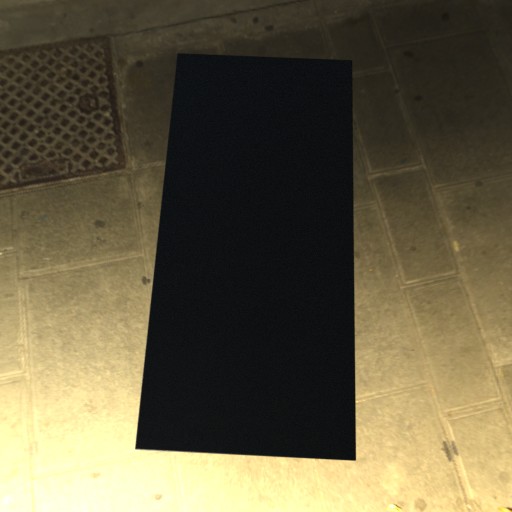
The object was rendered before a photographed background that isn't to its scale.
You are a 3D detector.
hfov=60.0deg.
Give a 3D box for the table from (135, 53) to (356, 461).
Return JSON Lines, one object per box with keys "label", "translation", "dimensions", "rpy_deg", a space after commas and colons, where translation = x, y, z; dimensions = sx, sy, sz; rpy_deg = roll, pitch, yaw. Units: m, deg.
{"label": "table", "translation": [0.000, 0.000, 1.312], "dimensions": [0.483, 0.457, 1.016], "rpy_deg": [3, 75, 1]}
